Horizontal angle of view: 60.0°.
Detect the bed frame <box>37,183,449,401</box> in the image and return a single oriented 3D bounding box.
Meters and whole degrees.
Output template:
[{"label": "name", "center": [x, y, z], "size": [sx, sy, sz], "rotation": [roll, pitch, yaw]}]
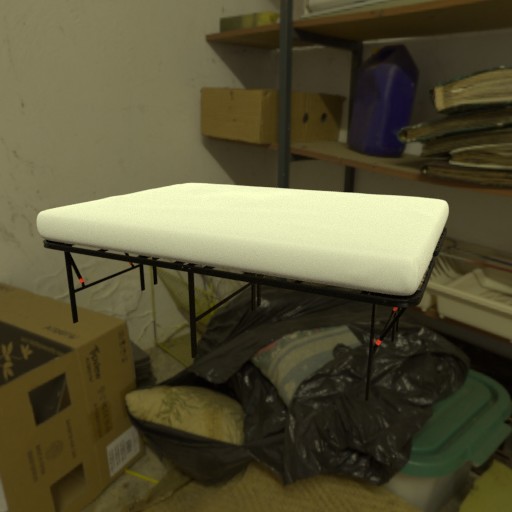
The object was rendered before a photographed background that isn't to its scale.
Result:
[{"label": "bed frame", "center": [0.000, 0.000, 2.529], "size": [1.905, 0.637, 1.372], "rotation": [8, 18, 25]}]
